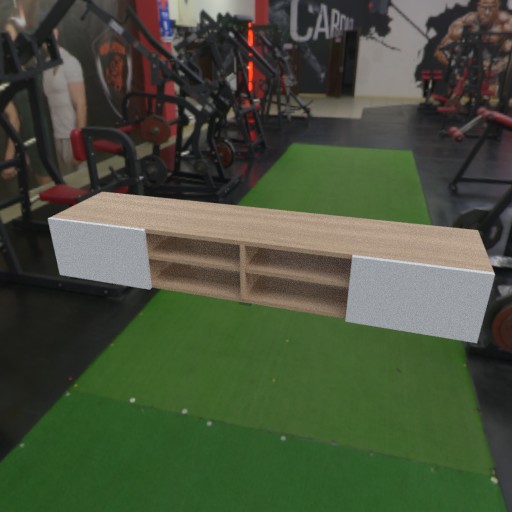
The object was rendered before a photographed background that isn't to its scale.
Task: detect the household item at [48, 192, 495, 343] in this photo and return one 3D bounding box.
[{"bbox_3d":[0.000,0.000,2.018,1.850,0.310,0.420,8,27,15],"label":"household item"}]
